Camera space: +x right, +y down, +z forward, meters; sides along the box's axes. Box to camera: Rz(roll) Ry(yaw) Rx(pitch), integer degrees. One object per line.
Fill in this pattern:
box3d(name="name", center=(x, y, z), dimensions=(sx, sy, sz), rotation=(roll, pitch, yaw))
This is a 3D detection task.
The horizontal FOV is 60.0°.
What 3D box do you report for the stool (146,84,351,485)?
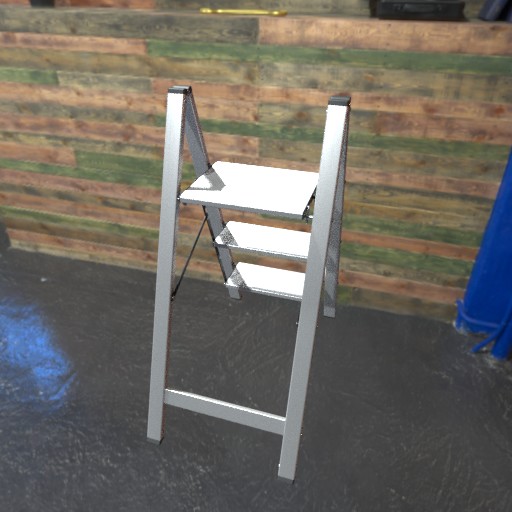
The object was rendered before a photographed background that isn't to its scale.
box3d(name="stool", center=(0.000, 0.000, 1.272), dimensions=(0.441, 0.902, 0.730), rotation=(10, 34, 15))
